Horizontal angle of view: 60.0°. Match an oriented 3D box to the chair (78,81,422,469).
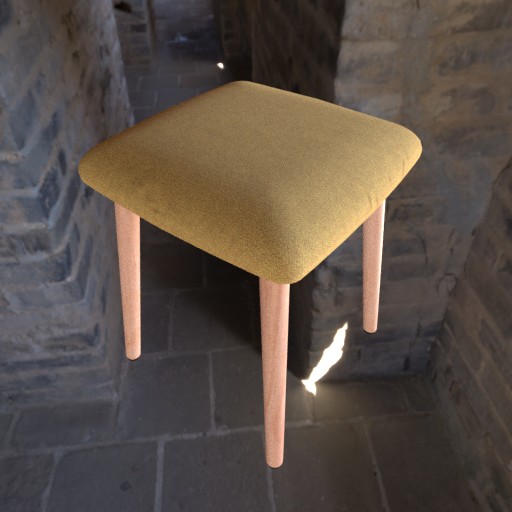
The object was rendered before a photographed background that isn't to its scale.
[{"bbox_3d":[0.000,0.000,0.699,0.350,0.440,0.350,27,48,27],"label":"chair"}]
